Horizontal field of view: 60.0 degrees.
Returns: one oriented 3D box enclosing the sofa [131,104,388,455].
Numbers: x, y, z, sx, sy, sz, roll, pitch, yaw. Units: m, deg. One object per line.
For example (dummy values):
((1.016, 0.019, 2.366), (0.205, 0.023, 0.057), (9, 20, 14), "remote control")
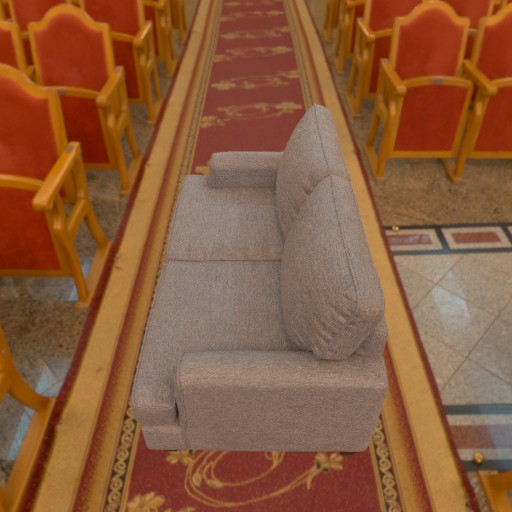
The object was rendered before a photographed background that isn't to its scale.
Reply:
((0.000, 0.000, 2.204), (0.965, 0.965, 1.651), (0, 41, 0), "sofa")
